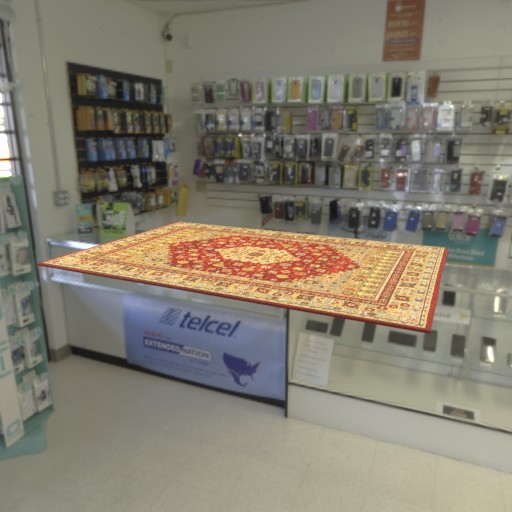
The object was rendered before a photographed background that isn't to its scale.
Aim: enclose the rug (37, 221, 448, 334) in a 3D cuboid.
[{"bbox_3d":[0.000,0.000,2.309,1.802,0.013,1.194,7,17,24],"label":"rug"}]
